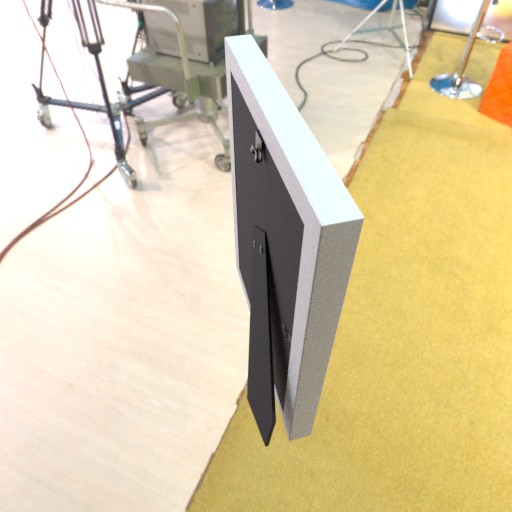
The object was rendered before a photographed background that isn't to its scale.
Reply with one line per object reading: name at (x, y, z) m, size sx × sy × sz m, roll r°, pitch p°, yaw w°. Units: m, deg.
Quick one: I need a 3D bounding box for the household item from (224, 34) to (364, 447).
household item at (0.000, 0.000, 0.343) m, size 0.045 × 0.250 × 0.200 m, roll -11°, pitch 49°, yaw -10°
